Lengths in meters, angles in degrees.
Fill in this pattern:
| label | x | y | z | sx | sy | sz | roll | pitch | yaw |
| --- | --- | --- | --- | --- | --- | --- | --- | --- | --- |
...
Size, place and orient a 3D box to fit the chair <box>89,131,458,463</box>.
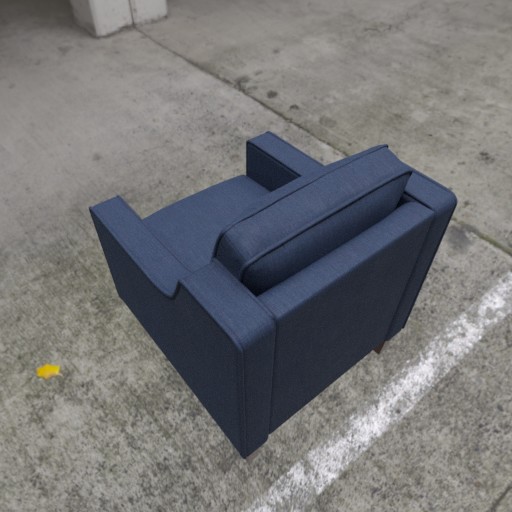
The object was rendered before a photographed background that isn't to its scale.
| label | x | y | z | sx | sy | sz | roll | pitch | yaw |
| --- | --- | --- | --- | --- | --- | --- | --- | --- | --- |
| chair | 0.000 | 0.000 | 1.624 | 0.831 | 0.960 | 0.909 | -30 | 53 | -26 |
